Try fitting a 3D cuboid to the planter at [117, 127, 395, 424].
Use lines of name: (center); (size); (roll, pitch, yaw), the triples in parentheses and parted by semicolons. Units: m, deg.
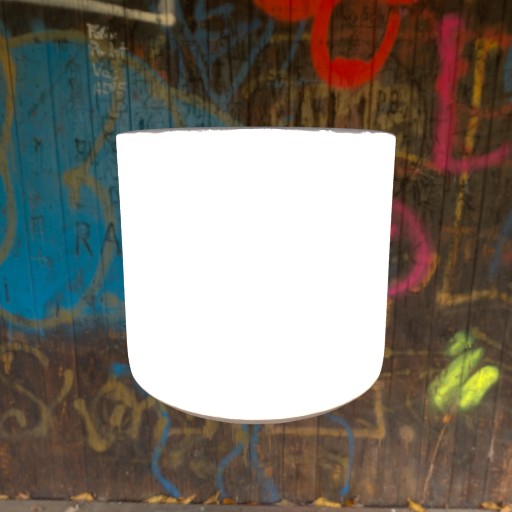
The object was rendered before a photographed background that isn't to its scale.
planter: (0.000, 0.000, 0.381); (0.221, 0.201, 0.221); (0, 13, 0)
